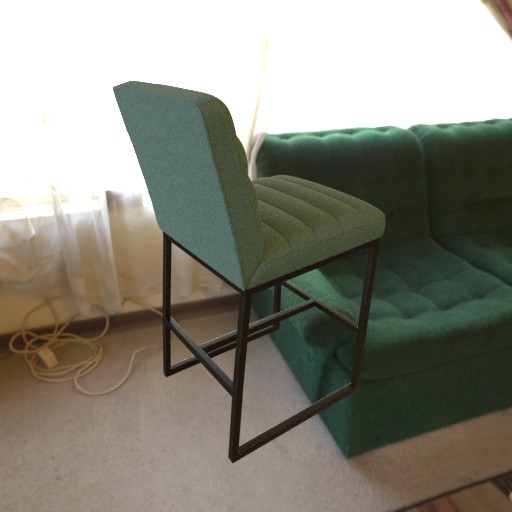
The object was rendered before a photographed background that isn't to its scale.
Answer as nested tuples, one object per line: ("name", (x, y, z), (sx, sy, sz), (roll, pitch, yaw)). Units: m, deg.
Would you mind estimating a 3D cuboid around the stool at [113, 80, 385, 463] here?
("stool", (0.000, 0.000, 1.269), (0.560, 0.940, 0.460), (-17, 31, -31))
